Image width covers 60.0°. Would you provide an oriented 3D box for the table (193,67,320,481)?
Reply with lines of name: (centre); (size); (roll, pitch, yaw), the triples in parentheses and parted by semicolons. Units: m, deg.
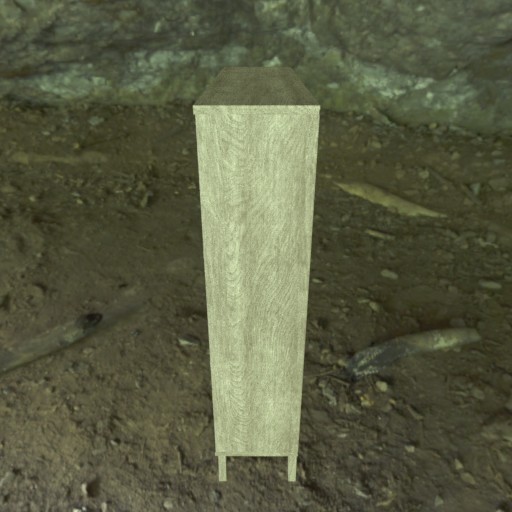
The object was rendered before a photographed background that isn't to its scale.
table: (0.000, 0.000, 1.532); (0.256, 1.135, 0.902); (0, 28, 0)
